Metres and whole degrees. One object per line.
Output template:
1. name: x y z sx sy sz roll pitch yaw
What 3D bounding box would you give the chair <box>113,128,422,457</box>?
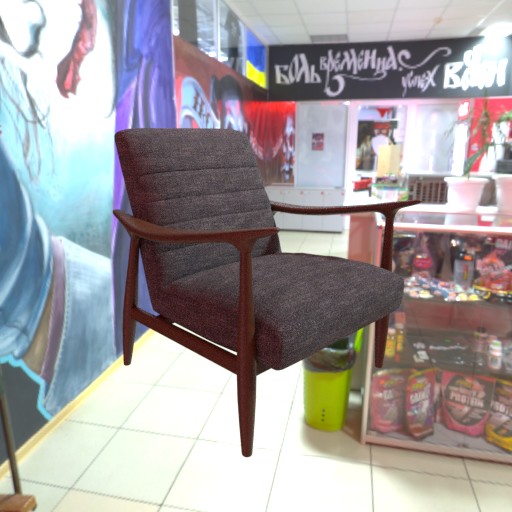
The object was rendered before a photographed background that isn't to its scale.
1. chair: 0.000 0.000 1.470 0.741 0.832 0.798 -14 20 -43
